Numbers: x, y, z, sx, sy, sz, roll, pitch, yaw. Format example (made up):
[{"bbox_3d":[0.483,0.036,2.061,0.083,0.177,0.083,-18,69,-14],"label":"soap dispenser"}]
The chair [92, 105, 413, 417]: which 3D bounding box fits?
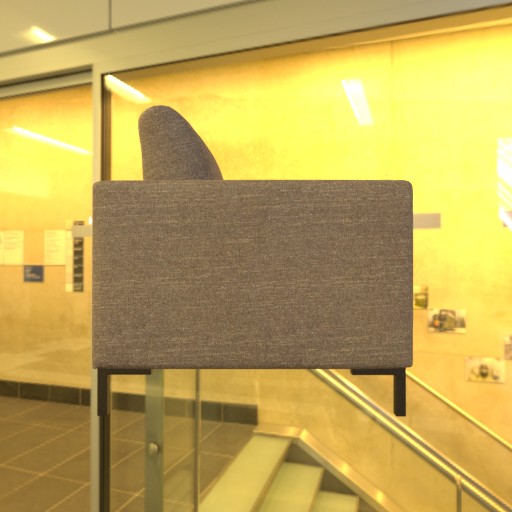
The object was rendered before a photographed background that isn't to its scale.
[{"bbox_3d":[0.000,0.000,1.580,0.845,0.841,0.940,0,-1,0],"label":"chair"}]
